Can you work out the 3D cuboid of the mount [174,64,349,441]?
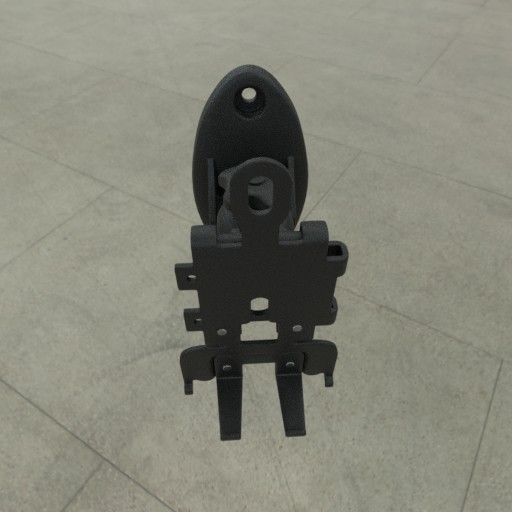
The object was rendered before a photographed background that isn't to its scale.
[{"bbox_3d":[0.000,0.000,0.173,0.066,0.118,0.100,-2,46,-2],"label":"mount"}]
